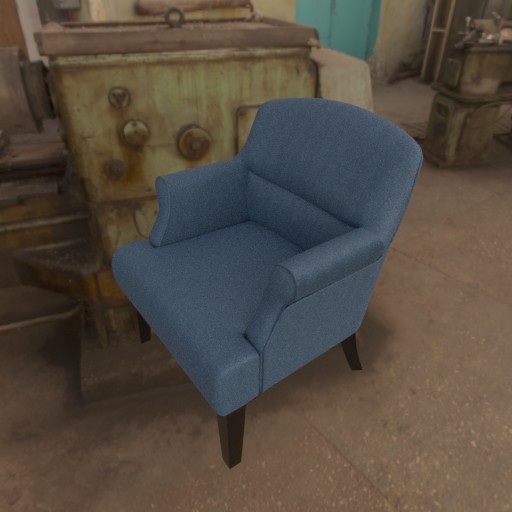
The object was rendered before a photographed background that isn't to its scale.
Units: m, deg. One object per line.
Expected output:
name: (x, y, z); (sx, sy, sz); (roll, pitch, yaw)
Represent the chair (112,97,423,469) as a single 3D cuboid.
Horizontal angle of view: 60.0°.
chair: (0.000, 0.000, 1.457); (0.754, 0.878, 0.770); (-21, 38, -29)
